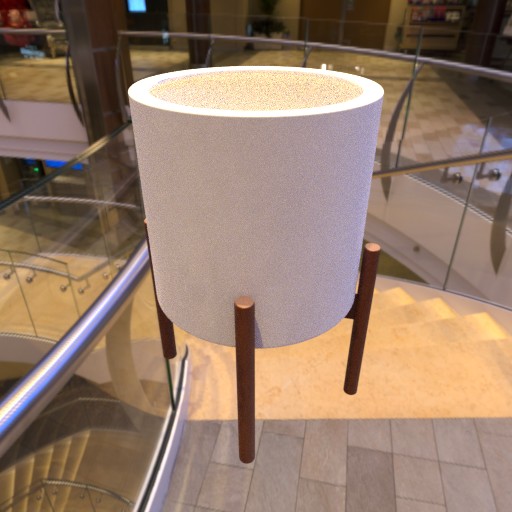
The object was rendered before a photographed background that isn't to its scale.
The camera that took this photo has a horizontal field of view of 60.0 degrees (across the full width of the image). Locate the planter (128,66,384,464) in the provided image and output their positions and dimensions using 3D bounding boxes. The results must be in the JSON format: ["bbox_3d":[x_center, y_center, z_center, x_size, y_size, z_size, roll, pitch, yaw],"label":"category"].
[{"bbox_3d":[0.000,0.000,0.916,0.417,0.670,0.417,-20,36,-29],"label":"planter"}]
